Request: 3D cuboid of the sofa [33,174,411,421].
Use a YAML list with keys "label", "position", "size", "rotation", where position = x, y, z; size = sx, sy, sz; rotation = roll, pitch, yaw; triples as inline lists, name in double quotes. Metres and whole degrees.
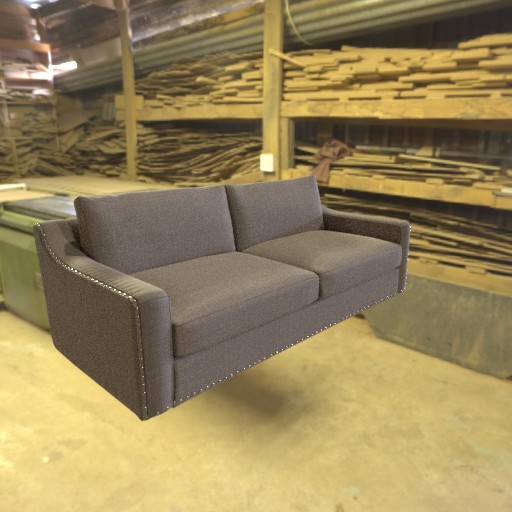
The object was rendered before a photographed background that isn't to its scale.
- label: "sofa"
  position: [0.000, 0.000, 2.722]
  size: [1.000, 0.857, 2.208]
  rotation: [14, 21, 43]
